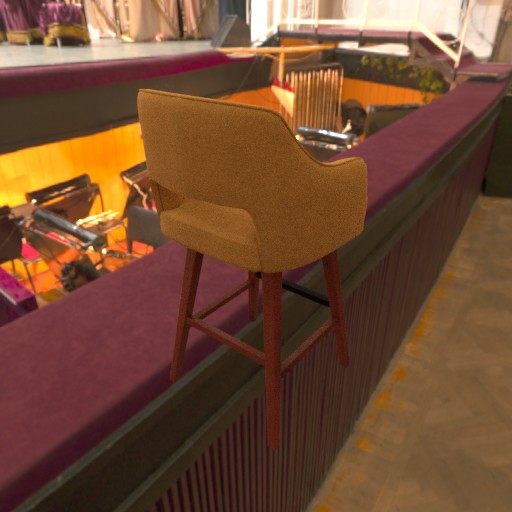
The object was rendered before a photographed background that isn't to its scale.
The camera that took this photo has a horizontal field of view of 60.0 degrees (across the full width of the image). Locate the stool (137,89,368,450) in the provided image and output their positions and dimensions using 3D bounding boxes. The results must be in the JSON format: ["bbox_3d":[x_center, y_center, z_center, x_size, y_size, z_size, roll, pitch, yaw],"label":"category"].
[{"bbox_3d":[0.000,0.000,1.371,0.548,1.012,0.558,21,35,33],"label":"stool"}]
